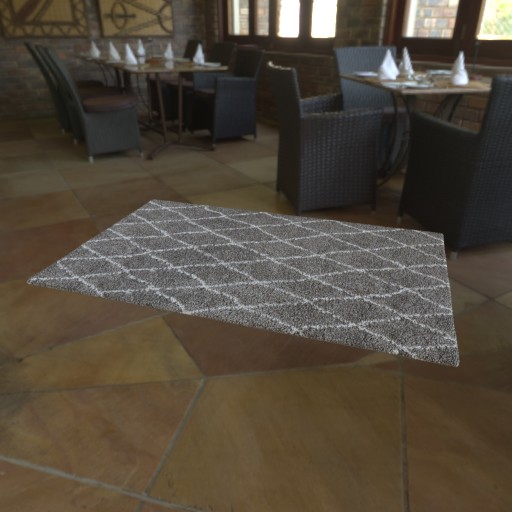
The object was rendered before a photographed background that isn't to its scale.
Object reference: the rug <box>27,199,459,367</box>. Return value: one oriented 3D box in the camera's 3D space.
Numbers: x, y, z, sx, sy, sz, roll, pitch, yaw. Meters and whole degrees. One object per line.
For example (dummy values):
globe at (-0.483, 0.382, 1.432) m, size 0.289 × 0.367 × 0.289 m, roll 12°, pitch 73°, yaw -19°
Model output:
rug at (0.000, 0.000, 2.993) m, size 2.438 × 0.030 × 1.524 m, roll 8°, pitch 28°, yaw 16°
